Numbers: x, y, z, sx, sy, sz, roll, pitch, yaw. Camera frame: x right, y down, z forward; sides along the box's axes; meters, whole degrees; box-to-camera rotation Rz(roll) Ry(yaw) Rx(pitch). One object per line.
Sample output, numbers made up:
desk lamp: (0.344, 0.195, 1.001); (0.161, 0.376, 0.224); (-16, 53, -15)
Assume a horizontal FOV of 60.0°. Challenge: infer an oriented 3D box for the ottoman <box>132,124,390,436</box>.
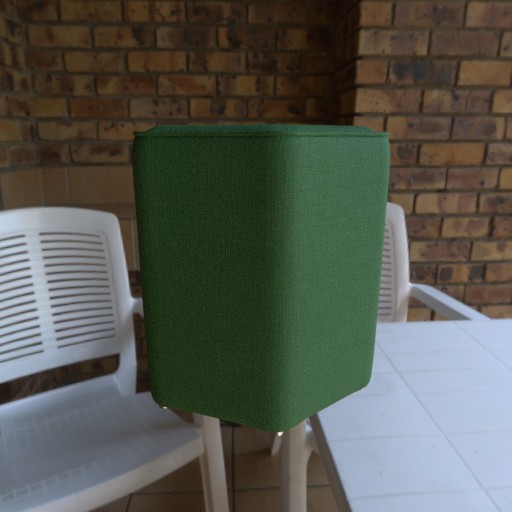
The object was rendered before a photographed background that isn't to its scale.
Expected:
ottoman: (0.000, 0.000, 0.906); (0.444, 0.507, 0.499); (-2, 15, -9)
